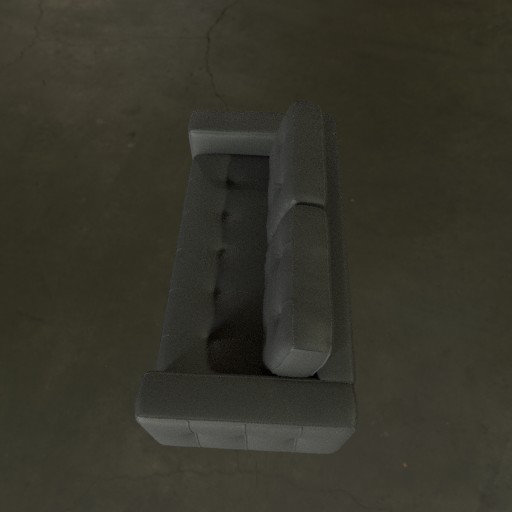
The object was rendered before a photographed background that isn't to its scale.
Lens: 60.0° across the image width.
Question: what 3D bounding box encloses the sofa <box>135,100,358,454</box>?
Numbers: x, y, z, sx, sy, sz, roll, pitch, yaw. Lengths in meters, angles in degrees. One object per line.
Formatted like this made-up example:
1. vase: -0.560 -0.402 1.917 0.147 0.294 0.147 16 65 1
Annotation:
1. sofa: 0.000 0.000 2.205 0.833 0.893 1.726 2 57 1
